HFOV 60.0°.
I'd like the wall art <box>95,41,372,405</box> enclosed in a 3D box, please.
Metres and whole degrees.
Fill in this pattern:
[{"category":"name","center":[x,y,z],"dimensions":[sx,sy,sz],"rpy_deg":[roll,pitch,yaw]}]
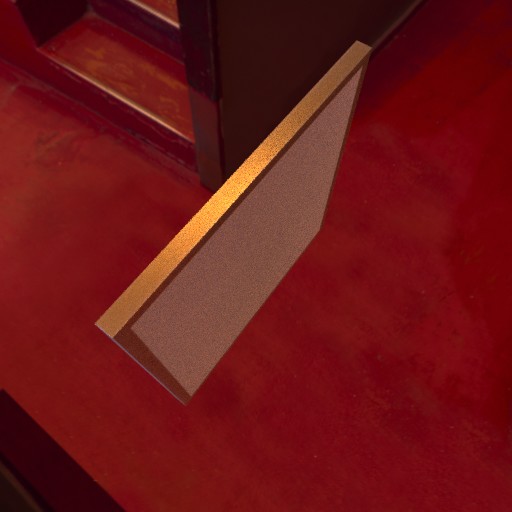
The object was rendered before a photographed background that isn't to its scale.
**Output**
[{"category":"wall art","center":[0.000,0.000,1.132],"dimensions":[0.037,0.760,0.762],"rpy_deg":[34,69,15]}]
